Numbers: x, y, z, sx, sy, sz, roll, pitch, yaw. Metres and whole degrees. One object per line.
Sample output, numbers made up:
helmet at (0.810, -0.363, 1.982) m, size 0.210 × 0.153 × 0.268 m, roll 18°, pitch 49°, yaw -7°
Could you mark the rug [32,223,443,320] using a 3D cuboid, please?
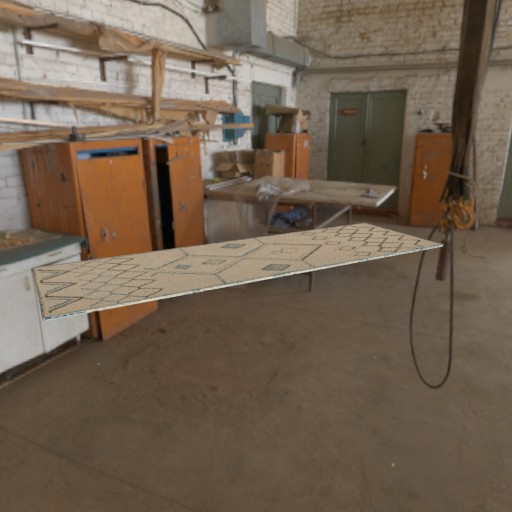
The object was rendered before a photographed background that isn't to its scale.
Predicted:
rug at (0.000, 0.000, 2.717) m, size 2.434 × 0.013 × 0.770 m, roll -9°, pitch 19°, yaw -27°
